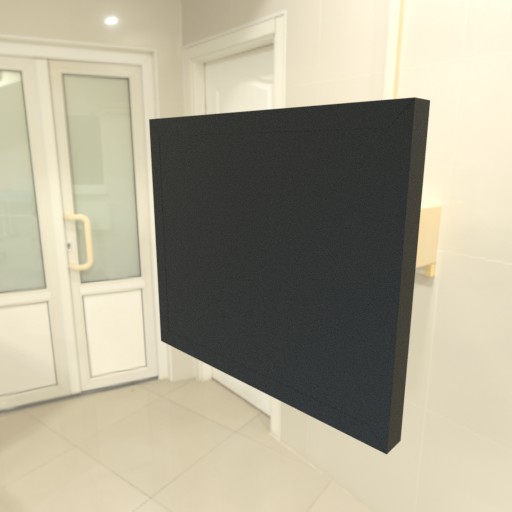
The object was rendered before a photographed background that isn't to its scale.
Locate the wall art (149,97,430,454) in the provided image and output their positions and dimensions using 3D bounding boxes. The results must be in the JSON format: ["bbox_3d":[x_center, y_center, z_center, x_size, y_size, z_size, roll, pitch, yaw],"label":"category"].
[{"bbox_3d":[0.000,0.000,0.532,0.381,0.330,0.029,13,18,42],"label":"wall art"}]
